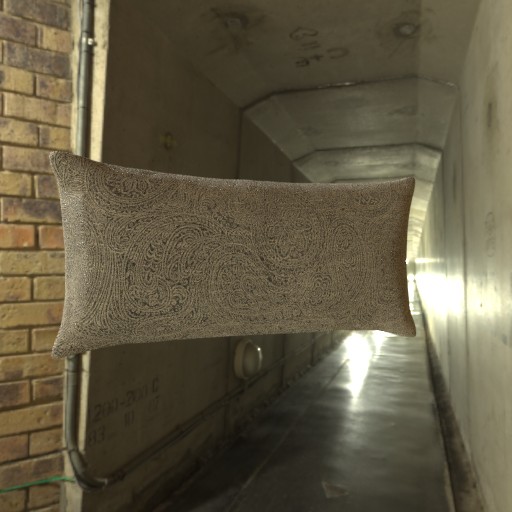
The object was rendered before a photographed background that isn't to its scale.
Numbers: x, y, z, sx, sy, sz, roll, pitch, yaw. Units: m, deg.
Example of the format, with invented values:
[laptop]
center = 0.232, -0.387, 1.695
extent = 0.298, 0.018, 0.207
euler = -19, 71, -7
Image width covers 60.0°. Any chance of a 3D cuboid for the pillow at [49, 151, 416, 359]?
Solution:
[pillow]
center = 0.000, 0.000, 0.722
extent = 0.615, 0.295, 0.151
euler = 0, -1, -18
